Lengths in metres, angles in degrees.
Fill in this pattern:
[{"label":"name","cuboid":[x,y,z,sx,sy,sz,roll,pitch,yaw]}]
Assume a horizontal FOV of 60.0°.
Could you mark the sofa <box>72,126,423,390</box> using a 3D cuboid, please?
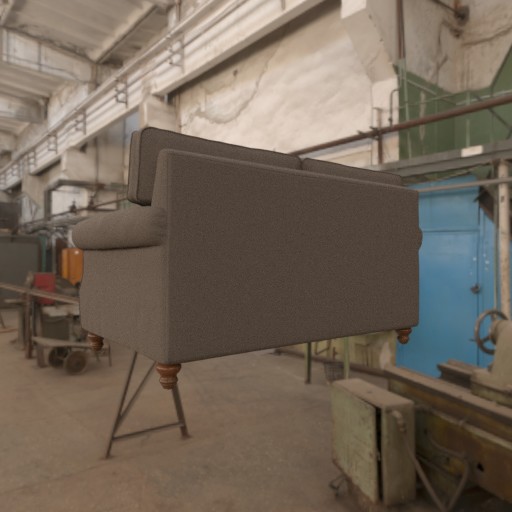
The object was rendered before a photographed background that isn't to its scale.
[{"label":"sofa","cuboid":[0.000,0.000,2.282,1.665,0.937,0.964,0,0,-37]}]
